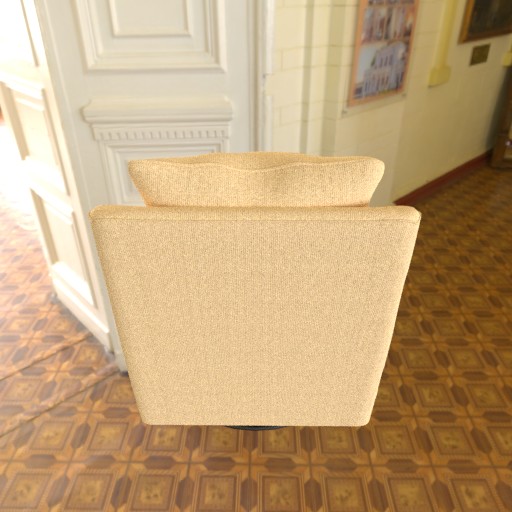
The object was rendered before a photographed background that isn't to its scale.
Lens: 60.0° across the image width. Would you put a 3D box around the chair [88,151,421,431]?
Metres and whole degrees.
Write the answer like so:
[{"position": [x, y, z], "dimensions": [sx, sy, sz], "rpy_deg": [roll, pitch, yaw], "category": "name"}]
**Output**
[{"position": [0.000, 0.000, 1.516], "dimensions": [0.760, 0.927, 0.876], "rpy_deg": [0, 31, 0], "category": "chair"}]
